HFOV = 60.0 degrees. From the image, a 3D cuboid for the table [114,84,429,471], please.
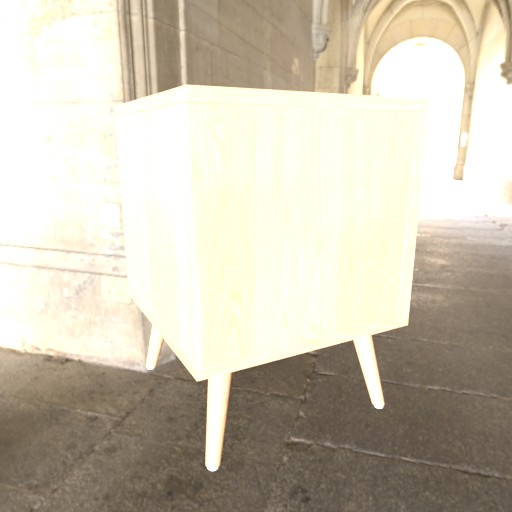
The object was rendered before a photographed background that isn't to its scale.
[{"bbox_3d":[0.000,0.000,0.840,0.400,0.550,0.400,-8,17,-27],"label":"table"}]
